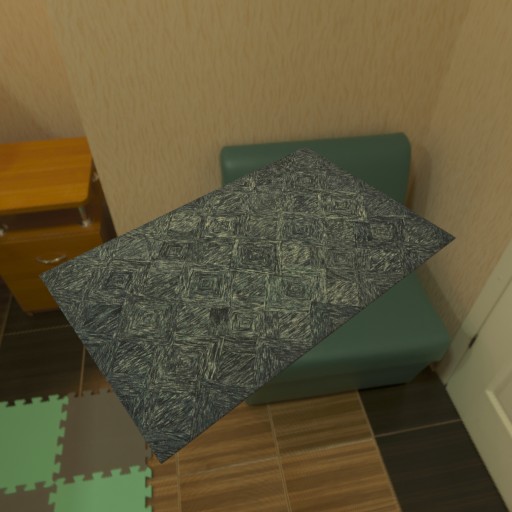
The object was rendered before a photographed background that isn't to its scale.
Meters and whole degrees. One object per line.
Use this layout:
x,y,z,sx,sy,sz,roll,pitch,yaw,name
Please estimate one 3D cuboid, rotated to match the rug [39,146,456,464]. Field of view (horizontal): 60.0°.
0.000,0.000,2.916,2.330,0.017,1.478,-31,53,-26,rug
